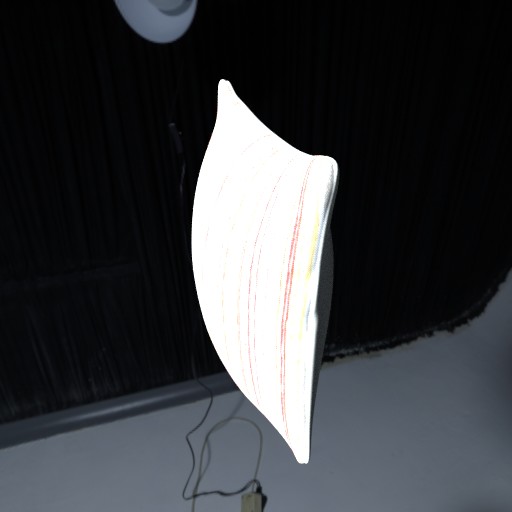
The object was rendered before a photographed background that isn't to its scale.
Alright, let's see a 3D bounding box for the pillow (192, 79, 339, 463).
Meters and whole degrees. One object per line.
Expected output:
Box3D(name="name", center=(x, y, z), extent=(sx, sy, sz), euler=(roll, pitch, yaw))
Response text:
Box3D(name="pillow", center=(0.000, 0.000, 0.684), extent=(0.191, 0.449, 0.451), euler=(-8, 31, -14))
